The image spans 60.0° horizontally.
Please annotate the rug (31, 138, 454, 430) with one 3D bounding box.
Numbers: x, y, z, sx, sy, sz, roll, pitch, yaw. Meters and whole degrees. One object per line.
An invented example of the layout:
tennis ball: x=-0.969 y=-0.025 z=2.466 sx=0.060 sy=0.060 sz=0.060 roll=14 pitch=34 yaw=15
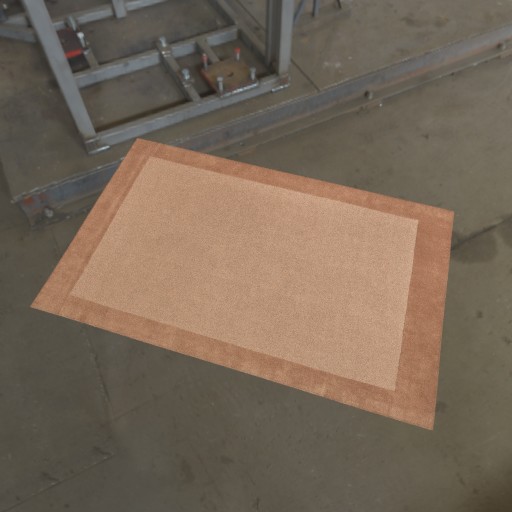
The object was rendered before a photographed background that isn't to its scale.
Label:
rug: x=0.000 y=0.000 z=2.921 sx=2.438 sy=0.014 sz=1.524 roll=15 pitch=60 yaw=9
